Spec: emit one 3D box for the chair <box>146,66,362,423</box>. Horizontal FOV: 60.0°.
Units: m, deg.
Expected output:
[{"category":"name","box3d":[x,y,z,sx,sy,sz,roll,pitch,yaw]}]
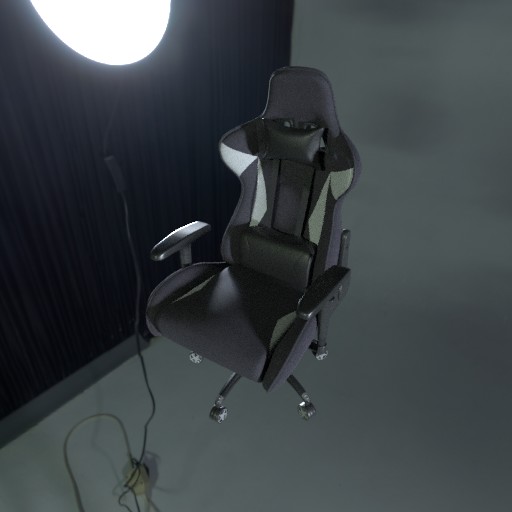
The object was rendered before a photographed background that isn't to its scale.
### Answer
[{"category":"chair","box3d":[0.000,0.000,1.719,0.730,1.300,0.695,19,35,29]}]
